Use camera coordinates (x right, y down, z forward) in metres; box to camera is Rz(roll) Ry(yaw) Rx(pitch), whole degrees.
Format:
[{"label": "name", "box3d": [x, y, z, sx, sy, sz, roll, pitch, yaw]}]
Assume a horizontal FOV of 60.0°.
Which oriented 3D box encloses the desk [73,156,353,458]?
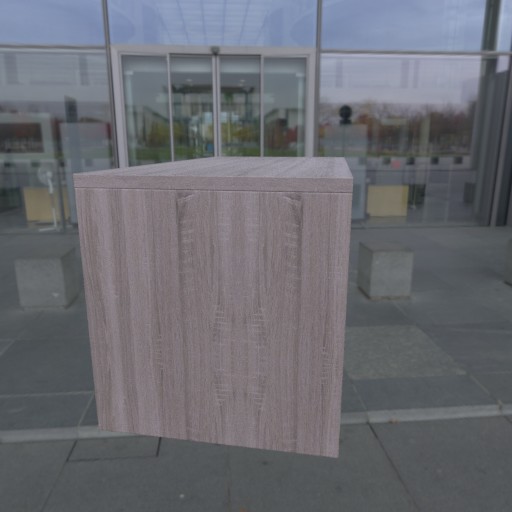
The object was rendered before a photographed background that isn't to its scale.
[{"label": "desk", "box3d": [0.000, 0.000, 1.806, 0.690, 0.745, 1.380, 3, 15, 10]}]
